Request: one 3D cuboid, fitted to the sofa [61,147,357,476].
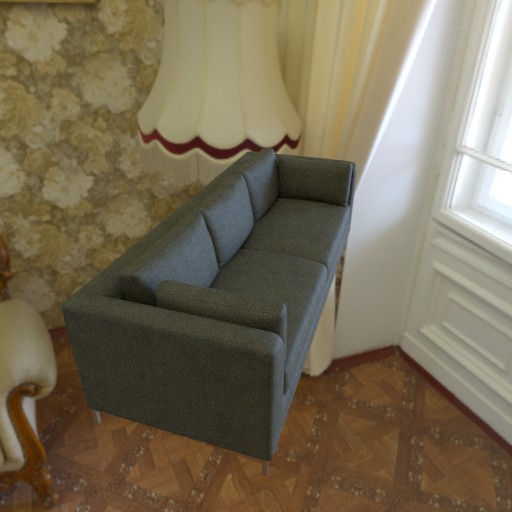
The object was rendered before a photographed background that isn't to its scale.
[{"bbox_3d":[0.000,0.000,2.913,0.969,0.867,2.415,9,31,16],"label":"sofa"}]
